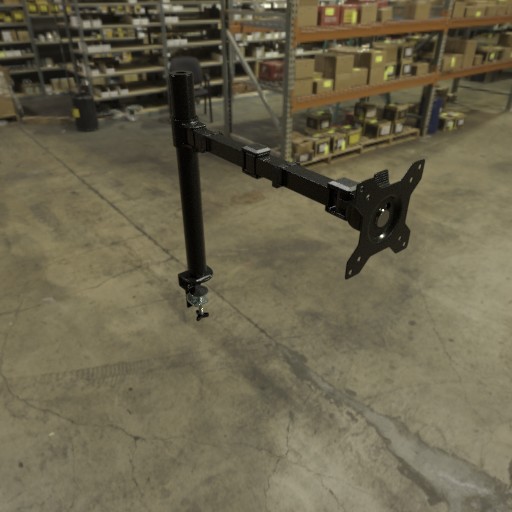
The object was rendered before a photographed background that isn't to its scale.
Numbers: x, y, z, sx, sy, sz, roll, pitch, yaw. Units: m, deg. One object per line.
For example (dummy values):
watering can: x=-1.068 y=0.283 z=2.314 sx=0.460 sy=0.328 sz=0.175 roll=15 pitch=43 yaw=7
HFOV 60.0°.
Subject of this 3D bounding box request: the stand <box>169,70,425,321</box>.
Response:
stand: x=0.000 y=0.000 z=0.722 sx=0.115 sy=0.510 sz=0.456 roll=-23 pitch=38 yaw=-32
